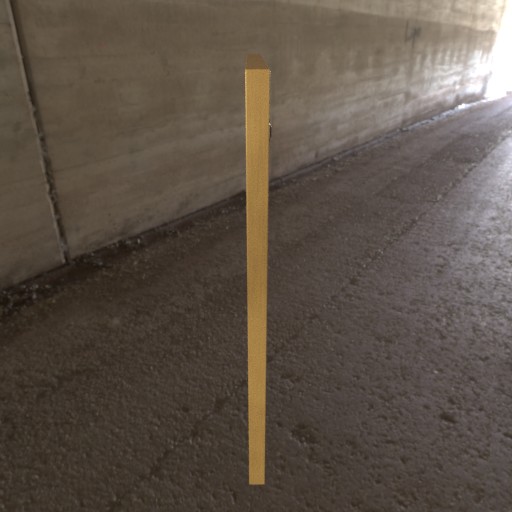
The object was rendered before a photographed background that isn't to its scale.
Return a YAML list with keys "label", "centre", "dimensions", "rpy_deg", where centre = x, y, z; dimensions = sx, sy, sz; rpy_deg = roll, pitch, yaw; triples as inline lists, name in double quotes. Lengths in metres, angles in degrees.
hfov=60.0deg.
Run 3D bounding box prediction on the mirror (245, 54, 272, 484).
- label: "mirror"
  centre: [0.000, 0.000, 1.127]
  dimensions: [0.041, 0.915, 0.609]
  rpy_deg: [0, 26, -1]
